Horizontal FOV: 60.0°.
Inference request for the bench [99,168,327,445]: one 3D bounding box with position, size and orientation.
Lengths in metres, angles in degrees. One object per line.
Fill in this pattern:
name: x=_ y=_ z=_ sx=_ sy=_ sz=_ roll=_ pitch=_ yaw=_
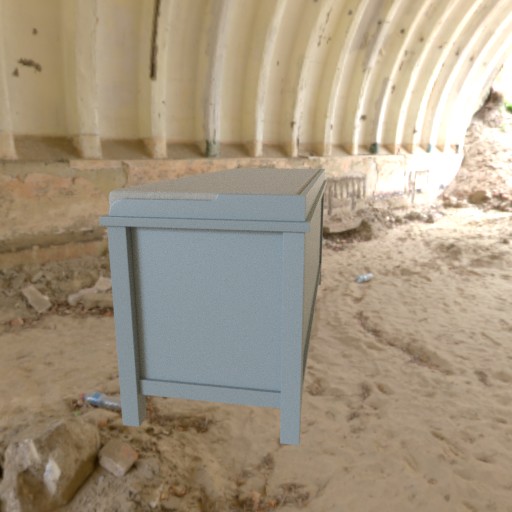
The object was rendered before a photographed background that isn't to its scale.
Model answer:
bench: x=0.000 y=0.000 z=1.398 sx=0.398 sy=0.501 sz=1.140 roll=2 pitch=14 yaw=10
